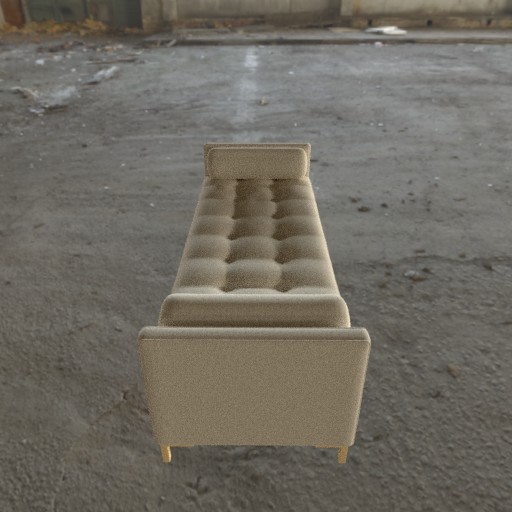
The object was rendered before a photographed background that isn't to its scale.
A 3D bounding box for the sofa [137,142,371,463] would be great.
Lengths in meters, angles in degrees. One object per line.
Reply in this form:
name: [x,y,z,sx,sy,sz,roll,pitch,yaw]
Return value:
sofa: [0.000,0.000,2.339,0.746,0.641,1.985,0,32,0]
